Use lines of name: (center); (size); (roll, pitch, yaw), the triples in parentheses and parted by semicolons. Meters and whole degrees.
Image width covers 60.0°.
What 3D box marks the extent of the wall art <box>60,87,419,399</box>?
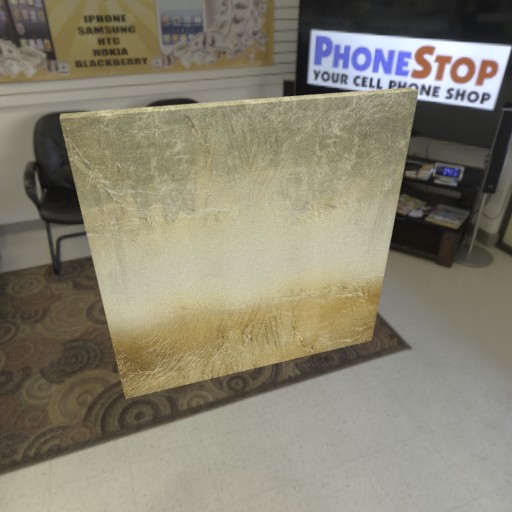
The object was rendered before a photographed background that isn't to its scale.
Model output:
wall art: (0.000, 0.000, 1.610); (1.092, 1.091, 0.051); (-10, 34, -15)
